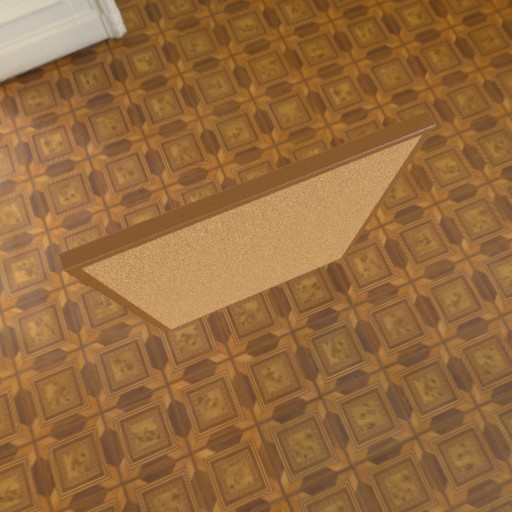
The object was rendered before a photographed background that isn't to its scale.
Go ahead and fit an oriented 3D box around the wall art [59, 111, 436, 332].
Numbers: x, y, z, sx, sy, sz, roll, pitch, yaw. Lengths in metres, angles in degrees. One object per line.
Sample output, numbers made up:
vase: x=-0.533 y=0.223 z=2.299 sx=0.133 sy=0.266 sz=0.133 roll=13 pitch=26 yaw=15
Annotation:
wall art: x=0.000 y=0.000 z=0.521 sx=0.310 sy=0.379 sz=0.015 roll=-22 pitch=75 yaw=-6
